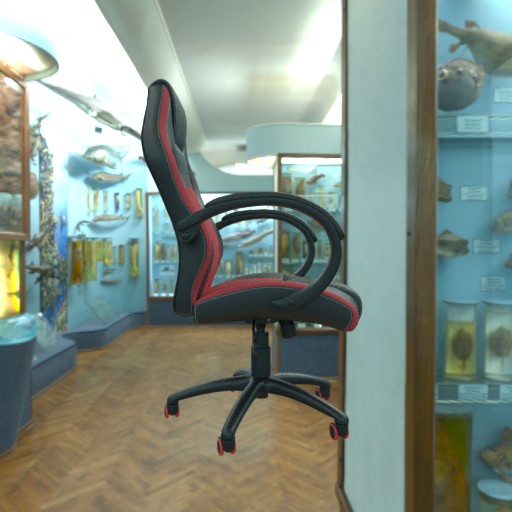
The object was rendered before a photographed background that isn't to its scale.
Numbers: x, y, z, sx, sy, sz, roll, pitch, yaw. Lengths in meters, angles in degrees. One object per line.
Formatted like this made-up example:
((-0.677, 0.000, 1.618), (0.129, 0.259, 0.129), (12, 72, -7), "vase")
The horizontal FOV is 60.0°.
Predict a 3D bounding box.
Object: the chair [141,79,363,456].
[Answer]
((0.000, 0.000, 1.605), (0.724, 1.187, 0.673), (0, 1, 0), "chair")
